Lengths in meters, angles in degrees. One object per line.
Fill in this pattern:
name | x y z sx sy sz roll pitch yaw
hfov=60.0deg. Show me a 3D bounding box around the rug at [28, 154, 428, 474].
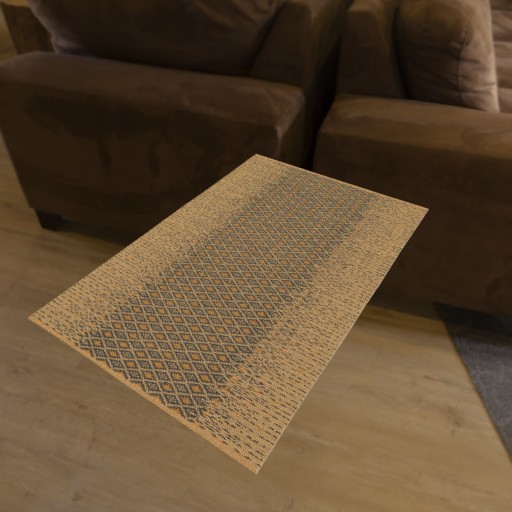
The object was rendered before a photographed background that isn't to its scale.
rug | 0.000 0.000 2.284 1.219 0.005 1.828 23 46 25
